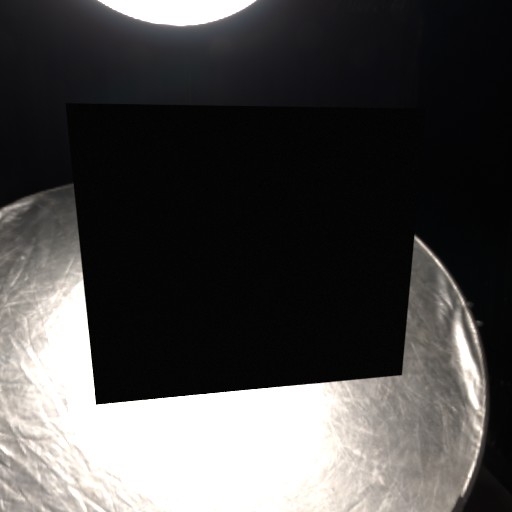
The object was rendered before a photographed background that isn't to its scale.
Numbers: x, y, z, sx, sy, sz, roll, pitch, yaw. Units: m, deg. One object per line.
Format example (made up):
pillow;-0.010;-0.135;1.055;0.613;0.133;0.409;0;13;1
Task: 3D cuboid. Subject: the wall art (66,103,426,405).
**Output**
wall art;0.000;0.000;0.517;0.381;0.330;0.031;-3;14;-10
